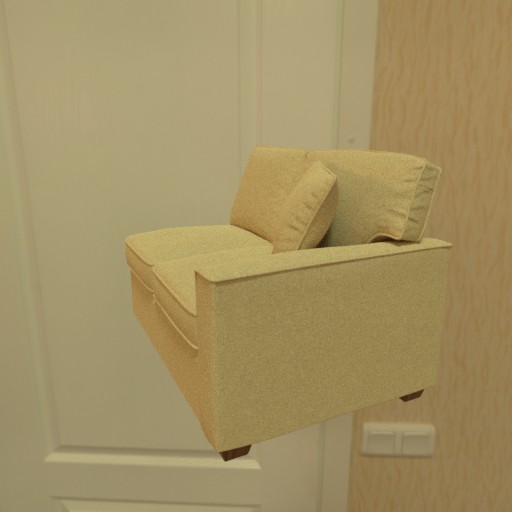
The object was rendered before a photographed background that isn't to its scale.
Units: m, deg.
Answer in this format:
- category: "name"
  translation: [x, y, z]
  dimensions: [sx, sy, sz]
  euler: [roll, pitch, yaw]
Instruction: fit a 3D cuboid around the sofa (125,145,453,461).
- category: "sofa"
  translation: [0.000, 0.000, 2.075]
  dimensions: [0.991, 0.989, 1.388]
  euler: [-7, 16, -25]
